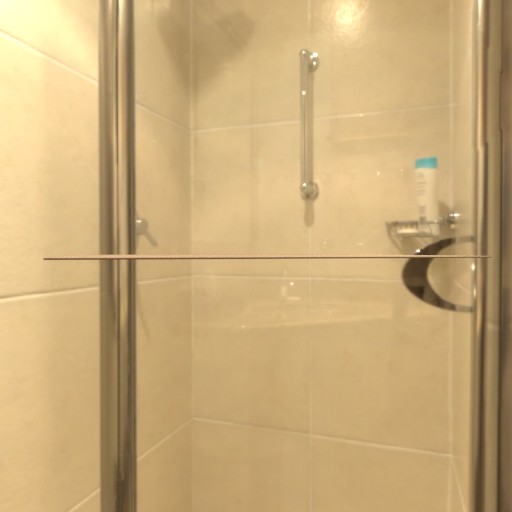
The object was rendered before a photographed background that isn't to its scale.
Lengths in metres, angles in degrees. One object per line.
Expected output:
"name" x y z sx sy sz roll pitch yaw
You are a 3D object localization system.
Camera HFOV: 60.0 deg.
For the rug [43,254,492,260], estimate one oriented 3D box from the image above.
"rug" 0.000 0.000 2.296 1.839 0.009 1.236 0 1 -18
